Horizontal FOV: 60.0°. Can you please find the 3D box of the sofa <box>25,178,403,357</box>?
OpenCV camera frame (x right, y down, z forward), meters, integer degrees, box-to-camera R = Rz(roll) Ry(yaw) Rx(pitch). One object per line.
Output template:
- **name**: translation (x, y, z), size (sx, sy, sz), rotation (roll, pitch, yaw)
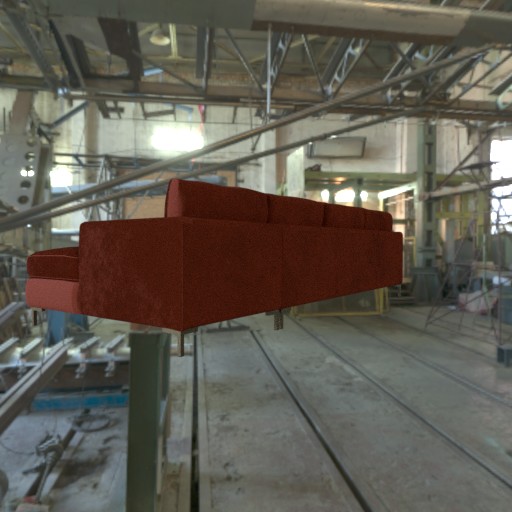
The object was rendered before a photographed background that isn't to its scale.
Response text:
- **sofa**: translation (0.000, 0.000, 3.452), size (1.350, 0.810, 2.932), rotation (1, 2, 37)
